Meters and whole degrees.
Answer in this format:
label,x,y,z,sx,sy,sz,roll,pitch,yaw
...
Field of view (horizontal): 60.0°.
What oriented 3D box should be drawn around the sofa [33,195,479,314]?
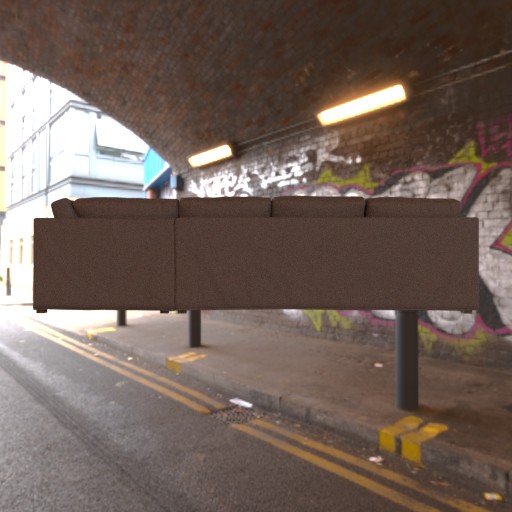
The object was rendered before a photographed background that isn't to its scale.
label,x,y,z,sx,sy,sz,roll,pitch,yaw
sofa,0.000,0.000,4.334,3.182,0.871,2.432,0,-1,0
